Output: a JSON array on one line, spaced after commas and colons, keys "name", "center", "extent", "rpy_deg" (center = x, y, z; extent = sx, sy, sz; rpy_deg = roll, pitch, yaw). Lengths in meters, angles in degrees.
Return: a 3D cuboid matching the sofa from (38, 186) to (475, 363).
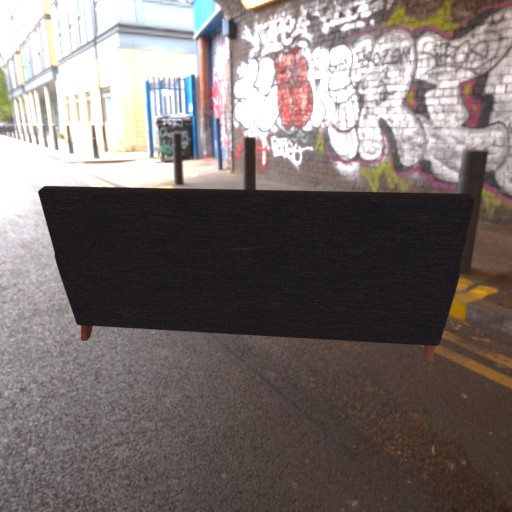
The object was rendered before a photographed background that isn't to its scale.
[{"name": "sofa", "center": [0.000, 0.000, 2.441], "extent": [1.976, 0.846, 0.875], "rpy_deg": [2, 17, 7]}]
